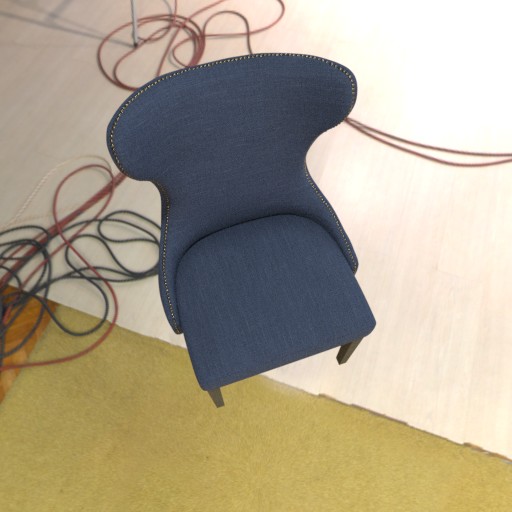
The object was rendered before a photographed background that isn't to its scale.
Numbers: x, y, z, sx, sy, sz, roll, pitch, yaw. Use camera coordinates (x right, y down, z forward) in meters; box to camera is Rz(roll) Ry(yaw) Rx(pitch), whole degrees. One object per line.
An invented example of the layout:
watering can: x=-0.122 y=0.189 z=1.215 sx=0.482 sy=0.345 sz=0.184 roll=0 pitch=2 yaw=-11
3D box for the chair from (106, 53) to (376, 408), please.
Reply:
chair: x=0.000 y=0.000 z=1.353 sx=0.628 sy=0.967 sz=0.635 roll=-17 pitch=64 yaw=-9
